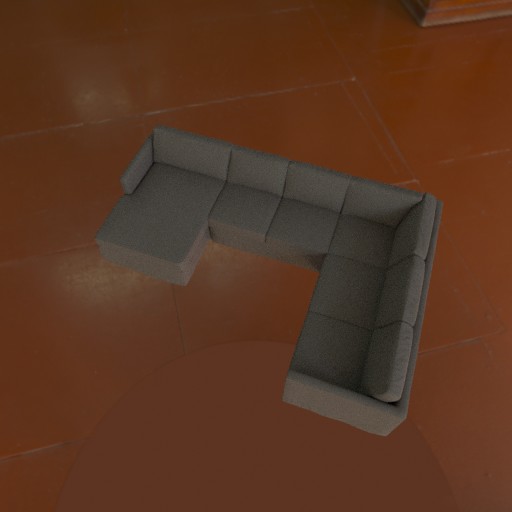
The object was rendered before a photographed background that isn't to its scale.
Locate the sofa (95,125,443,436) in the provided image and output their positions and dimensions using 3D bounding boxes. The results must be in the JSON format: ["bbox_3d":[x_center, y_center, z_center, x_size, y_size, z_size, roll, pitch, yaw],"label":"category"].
[{"bbox_3d":[0.000,0.000,4.712,3.528,0.878,2.476,17,59,10],"label":"sofa"}]
